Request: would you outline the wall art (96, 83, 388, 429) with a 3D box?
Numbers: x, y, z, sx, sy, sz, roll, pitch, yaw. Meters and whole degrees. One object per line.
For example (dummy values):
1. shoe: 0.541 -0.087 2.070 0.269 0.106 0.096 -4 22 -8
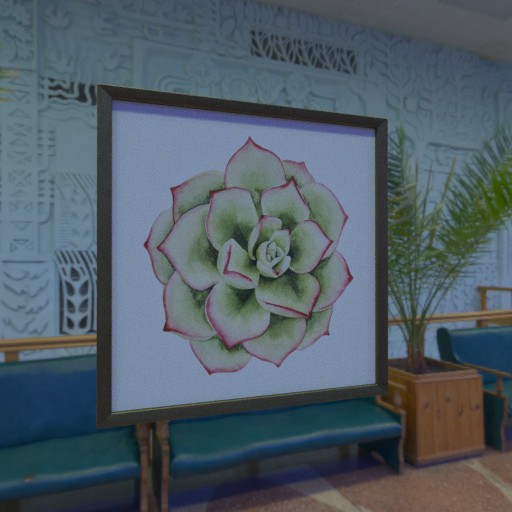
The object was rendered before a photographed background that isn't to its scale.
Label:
1. wall art: 0.000 0.000 0.745 0.503 0.506 0.031 0 0 -19
